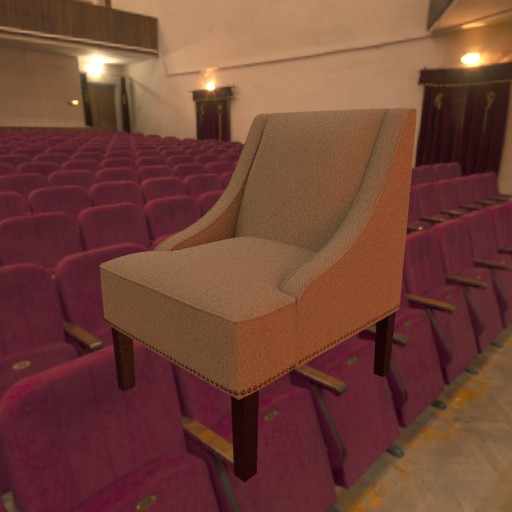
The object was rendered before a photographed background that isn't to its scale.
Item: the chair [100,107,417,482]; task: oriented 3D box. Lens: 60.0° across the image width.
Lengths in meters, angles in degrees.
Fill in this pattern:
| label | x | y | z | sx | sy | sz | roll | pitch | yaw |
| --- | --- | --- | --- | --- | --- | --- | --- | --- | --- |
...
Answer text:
| label | x | y | z | sx | sy | sz | roll | pitch | yaw |
| --- | --- | --- | --- | --- | --- | --- | --- | --- | --- |
| chair | 0.000 | 0.000 | 1.361 | 0.628 | 0.872 | 0.748 | 14 | 21 | 42 |
